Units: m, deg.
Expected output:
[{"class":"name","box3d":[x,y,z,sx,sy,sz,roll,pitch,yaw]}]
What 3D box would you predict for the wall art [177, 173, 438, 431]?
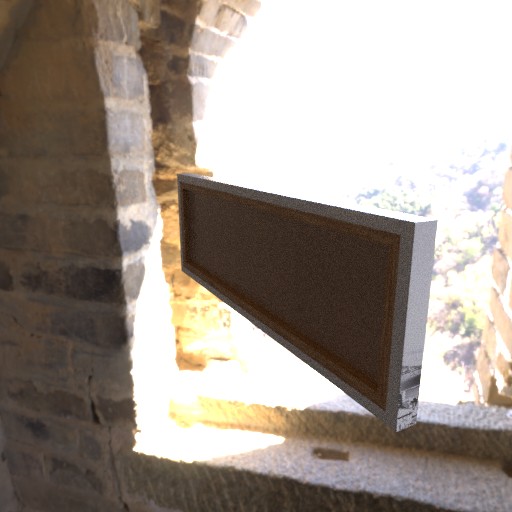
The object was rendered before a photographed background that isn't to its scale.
[{"class":"wall art","box3d":[0.000,0.000,0.833,0.036,0.256,0.766,-8,17,-28]}]
